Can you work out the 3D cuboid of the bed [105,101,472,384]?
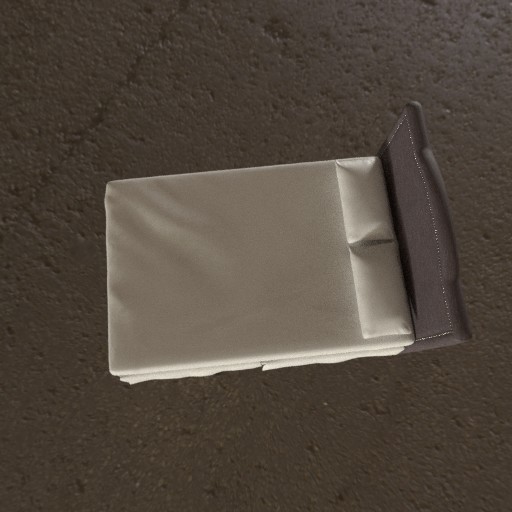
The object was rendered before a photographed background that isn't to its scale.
[{"bbox_3d":[0.000,0.000,3.485,2.507,1.441,1.741,-6,75,-1],"label":"bed"}]
